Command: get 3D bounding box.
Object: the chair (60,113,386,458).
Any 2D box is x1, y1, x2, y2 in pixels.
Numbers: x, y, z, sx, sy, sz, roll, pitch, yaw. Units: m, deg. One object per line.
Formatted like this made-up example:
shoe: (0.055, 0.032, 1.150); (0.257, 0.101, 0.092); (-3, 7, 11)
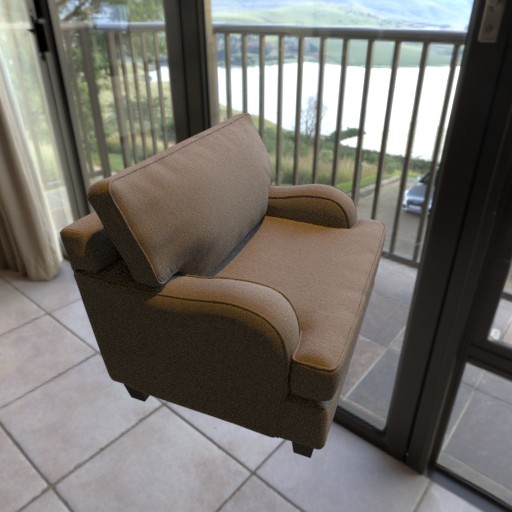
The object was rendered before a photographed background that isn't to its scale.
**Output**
chair: (0.000, 0.000, 2.019); (1.041, 1.016, 1.220); (11, 31, 19)
